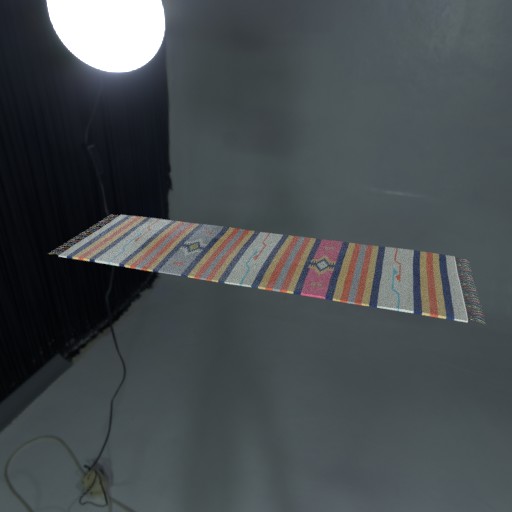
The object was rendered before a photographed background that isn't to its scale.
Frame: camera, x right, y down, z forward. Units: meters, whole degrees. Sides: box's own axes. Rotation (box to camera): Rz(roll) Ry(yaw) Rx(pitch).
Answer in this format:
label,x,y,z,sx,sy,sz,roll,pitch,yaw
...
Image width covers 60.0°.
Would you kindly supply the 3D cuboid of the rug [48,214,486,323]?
label,x,y,z,sx,sy,sz,roll,pitch,yaw
rug,0.000,0.000,2.673,2.455,0.017,0.695,8,28,15
